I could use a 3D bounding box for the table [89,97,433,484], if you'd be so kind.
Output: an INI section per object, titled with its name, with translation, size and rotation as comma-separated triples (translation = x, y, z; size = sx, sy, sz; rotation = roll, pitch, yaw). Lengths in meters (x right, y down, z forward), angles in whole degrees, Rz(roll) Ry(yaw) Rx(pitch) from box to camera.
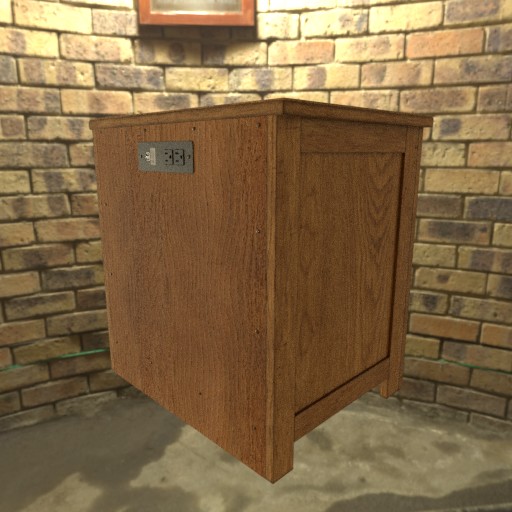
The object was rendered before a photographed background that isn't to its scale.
[table]
translation = 0.000, 0.000, 1.050
size = 0.494, 0.625, 0.601
rotation = -13, 18, -43
